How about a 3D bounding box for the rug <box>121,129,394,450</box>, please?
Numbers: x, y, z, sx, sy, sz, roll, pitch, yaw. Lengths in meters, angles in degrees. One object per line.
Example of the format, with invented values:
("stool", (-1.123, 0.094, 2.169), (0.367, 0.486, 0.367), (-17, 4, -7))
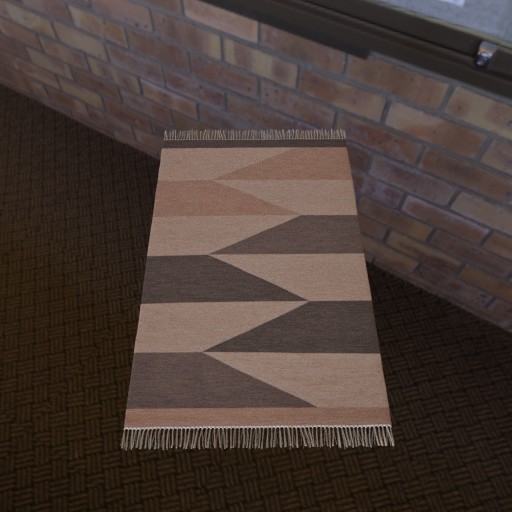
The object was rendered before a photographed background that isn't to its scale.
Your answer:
("rug", (0.000, 0.000, 2.495), (1.224, 0.027, 2.021), (0, 59, 0))
